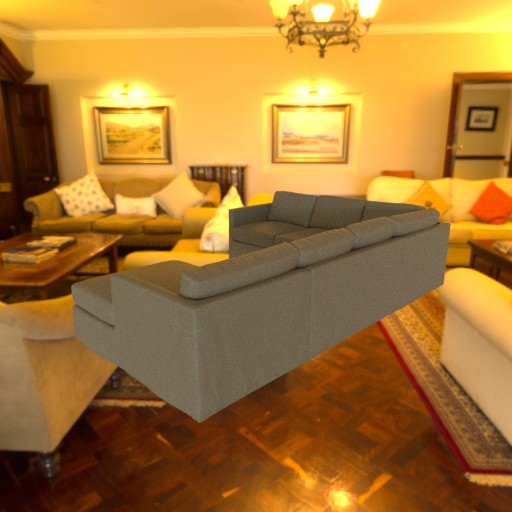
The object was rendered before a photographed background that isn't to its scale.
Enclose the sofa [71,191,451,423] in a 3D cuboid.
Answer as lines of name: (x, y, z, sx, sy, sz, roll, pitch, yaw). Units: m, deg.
sofa: (0.000, 0.000, 4.383, 2.427, 0.882, 3.460, 14, 20, 42)
